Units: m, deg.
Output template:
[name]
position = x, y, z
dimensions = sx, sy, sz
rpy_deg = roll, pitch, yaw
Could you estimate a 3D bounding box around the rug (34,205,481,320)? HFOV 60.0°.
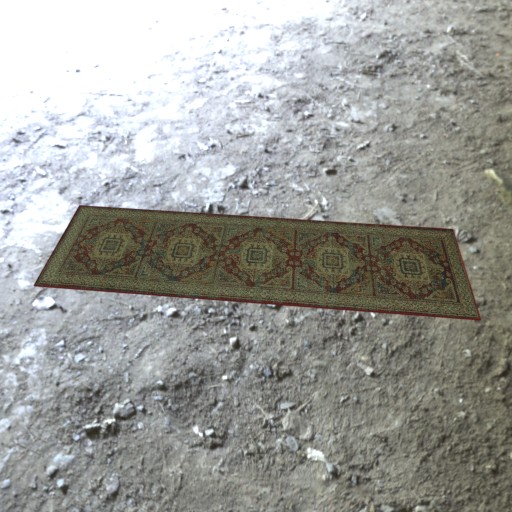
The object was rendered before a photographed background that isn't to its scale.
[rug]
position = 0.000, 0.000, 2.483
dimensions = 2.292, 0.015, 0.659
rpy_deg = 4, 47, 4
